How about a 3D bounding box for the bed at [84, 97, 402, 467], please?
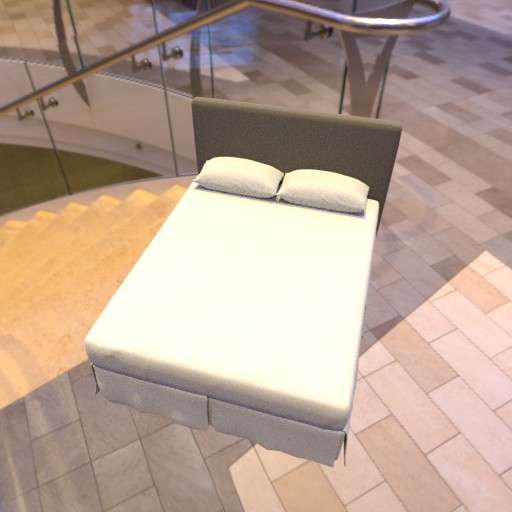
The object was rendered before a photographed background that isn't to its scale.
[{"bbox_3d":[0.000,0.000,3.204,1.748,1.330,2.142,11,44,12],"label":"bed"}]
